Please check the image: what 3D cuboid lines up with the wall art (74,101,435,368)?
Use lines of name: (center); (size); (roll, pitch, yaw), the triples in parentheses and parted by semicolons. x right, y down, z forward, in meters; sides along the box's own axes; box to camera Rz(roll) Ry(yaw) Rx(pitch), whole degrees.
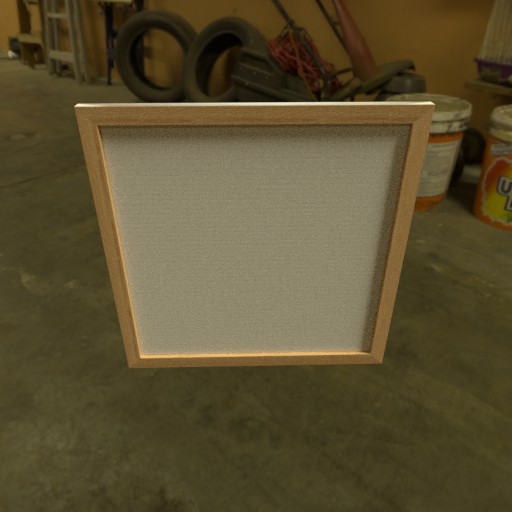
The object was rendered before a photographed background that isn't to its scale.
wall art: (0.000, 0.000, 1.146); (0.762, 0.762, 0.027); (-1, 32, -1)
